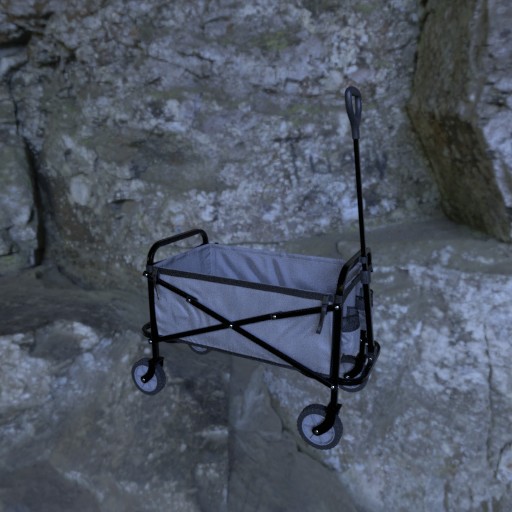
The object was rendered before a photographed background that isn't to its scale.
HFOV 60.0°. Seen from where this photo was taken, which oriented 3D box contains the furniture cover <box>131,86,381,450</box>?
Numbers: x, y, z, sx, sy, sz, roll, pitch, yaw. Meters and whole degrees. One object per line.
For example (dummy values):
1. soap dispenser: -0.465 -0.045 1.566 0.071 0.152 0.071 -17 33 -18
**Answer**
1. furniture cover: 0.000 0.000 1.849 1.038 1.295 0.532 7 17 25
